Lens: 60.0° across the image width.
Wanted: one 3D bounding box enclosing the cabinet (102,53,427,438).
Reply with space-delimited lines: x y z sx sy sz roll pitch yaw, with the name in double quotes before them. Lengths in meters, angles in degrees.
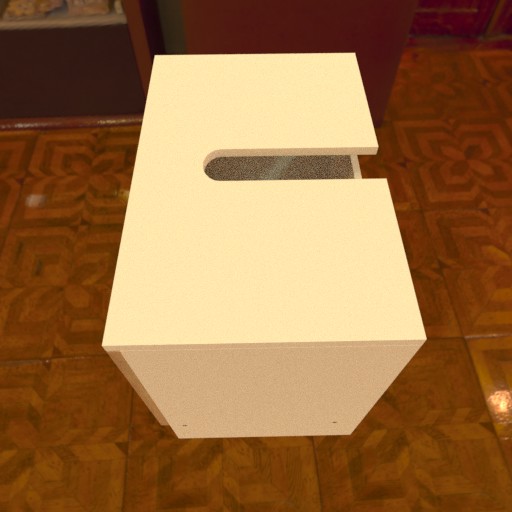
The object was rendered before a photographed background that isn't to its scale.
"cabinet" 0.000 0.000 0.916 0.400 0.522 0.600 -1 56 -1
